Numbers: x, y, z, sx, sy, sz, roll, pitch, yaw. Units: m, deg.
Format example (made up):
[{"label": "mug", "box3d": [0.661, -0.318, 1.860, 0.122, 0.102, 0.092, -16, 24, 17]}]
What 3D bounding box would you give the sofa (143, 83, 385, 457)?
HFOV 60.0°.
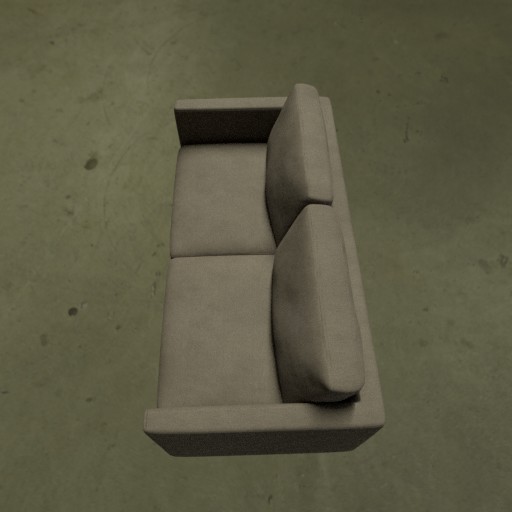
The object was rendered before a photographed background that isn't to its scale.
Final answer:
[{"label": "sofa", "box3d": [0.000, 0.000, 2.368, 0.950, 0.963, 1.884, -1, 59, -1]}]
